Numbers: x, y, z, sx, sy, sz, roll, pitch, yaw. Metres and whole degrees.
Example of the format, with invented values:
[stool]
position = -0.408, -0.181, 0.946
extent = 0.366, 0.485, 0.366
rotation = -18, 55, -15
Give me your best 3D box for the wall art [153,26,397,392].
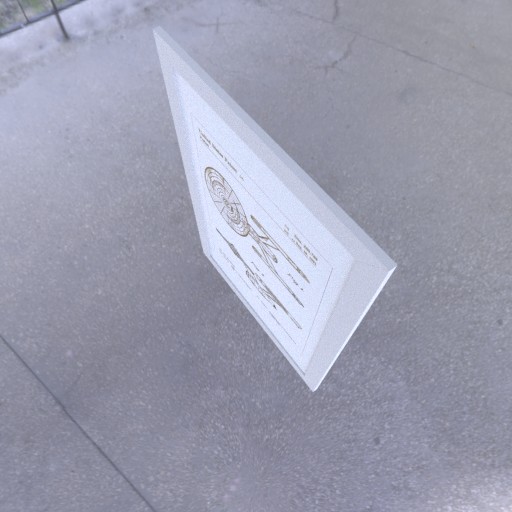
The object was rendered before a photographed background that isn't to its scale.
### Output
[wall art]
position = 0.000, 0.000, 0.814
extent = 0.011, 0.659, 0.454
rotation = -34, 68, -16
